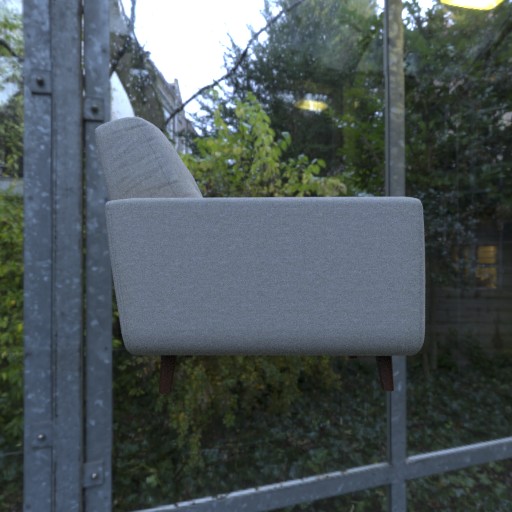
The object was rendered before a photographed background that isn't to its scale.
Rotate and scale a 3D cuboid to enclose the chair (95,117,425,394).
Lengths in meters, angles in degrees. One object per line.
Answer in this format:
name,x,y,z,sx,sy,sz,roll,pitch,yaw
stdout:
chair,0.000,0.000,1.839,1.128,0.965,0.897,0,-1,-1
